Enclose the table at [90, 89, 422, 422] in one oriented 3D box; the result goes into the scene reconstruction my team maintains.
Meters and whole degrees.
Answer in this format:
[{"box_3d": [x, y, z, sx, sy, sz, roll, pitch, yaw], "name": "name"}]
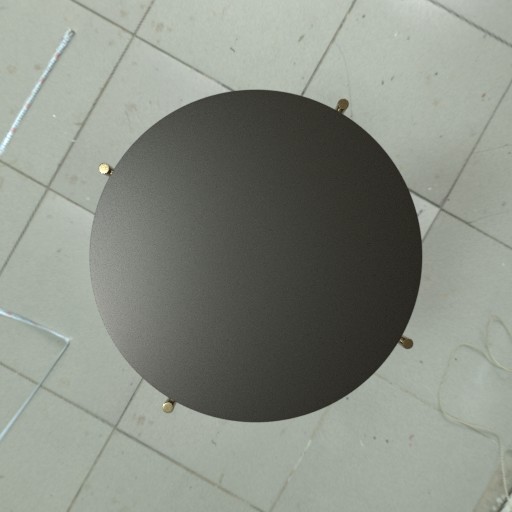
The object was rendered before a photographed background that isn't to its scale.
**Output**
[{"box_3d": [0.000, 0.000, 1.447, 0.938, 0.400, 0.938, 0, 90, 0], "name": "table"}]
